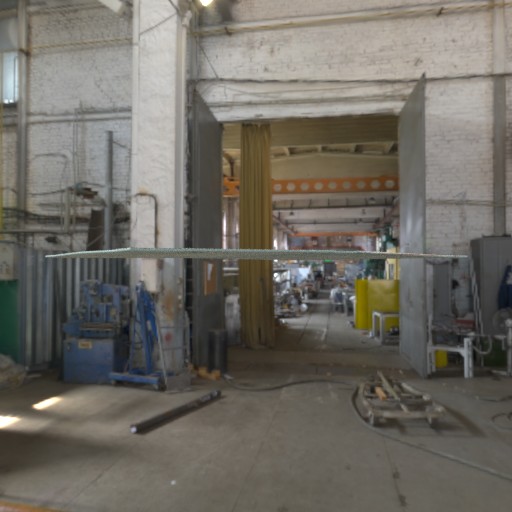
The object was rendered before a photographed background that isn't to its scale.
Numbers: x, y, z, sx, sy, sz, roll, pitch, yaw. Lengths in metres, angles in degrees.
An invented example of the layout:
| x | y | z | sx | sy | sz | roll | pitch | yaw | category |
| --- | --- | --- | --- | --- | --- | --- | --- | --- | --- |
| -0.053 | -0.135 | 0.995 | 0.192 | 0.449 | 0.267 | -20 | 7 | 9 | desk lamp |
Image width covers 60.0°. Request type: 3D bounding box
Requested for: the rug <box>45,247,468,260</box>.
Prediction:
| x | y | z | sx | sy | sz | roll | pitch | yaw | category |
| --- | --- | --- | --- | --- | --- | --- | --- | --- | --- |
| 0.000 | 0.000 | 2.899 | 2.260 | 0.026 | 1.611 | 1 | -2 | -35 | rug |
